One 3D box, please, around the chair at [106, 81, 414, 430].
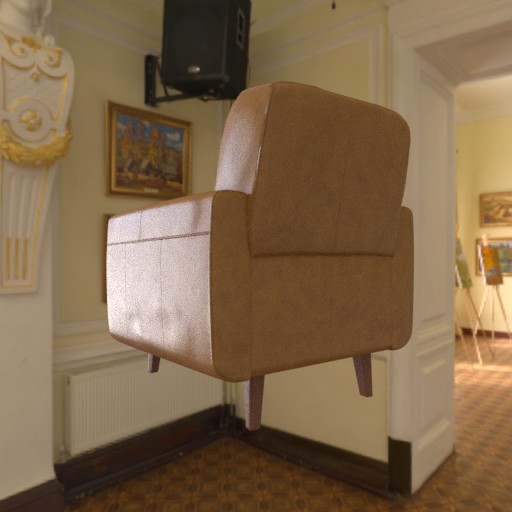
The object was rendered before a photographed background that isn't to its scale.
[{"bbox_3d":[0.000,0.000,1.659,0.845,0.968,0.942,0,1,-36],"label":"chair"}]
